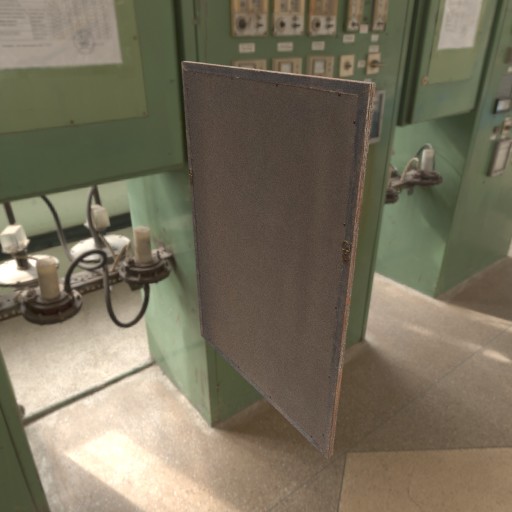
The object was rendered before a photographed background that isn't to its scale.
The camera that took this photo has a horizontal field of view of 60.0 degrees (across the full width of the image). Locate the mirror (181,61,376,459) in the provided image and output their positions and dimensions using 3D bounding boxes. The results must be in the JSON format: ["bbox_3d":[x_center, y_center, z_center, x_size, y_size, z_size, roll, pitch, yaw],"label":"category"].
[{"bbox_3d":[0.000,0.000,1.280,0.025,0.996,0.705,-19,33,-32],"label":"mirror"}]
